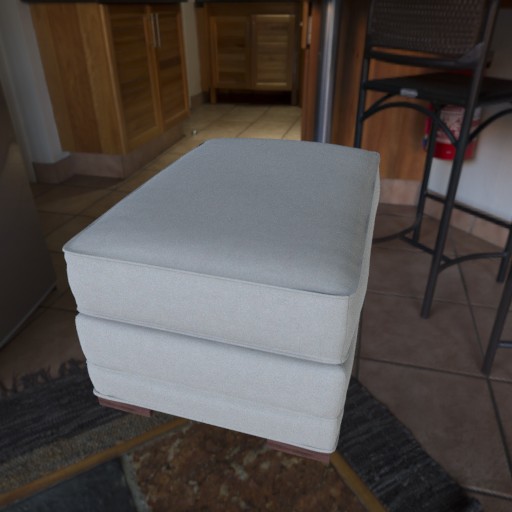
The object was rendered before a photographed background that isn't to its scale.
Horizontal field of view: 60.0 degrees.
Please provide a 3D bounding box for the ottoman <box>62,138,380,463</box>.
[{"bbox_3d":[0.000,0.000,1.232,0.611,0.482,0.848,9,32,14],"label":"ottoman"}]
